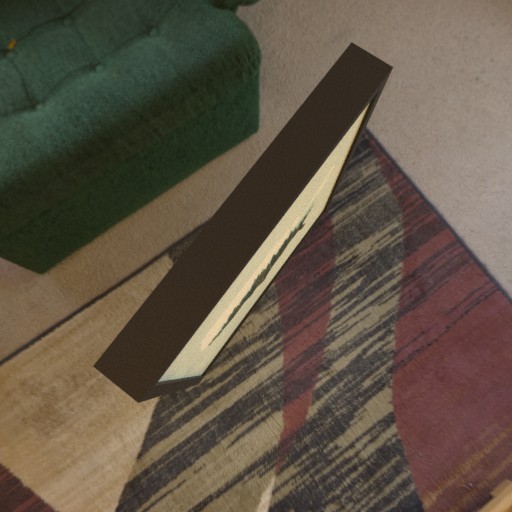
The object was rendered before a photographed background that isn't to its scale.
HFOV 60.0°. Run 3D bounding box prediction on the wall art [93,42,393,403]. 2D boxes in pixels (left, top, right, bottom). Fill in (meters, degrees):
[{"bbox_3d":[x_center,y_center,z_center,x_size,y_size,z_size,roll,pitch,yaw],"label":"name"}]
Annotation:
[{"bbox_3d":[0.000,0.000,0.460,0.038,0.304,0.304,35,79,8],"label":"wall art"}]
